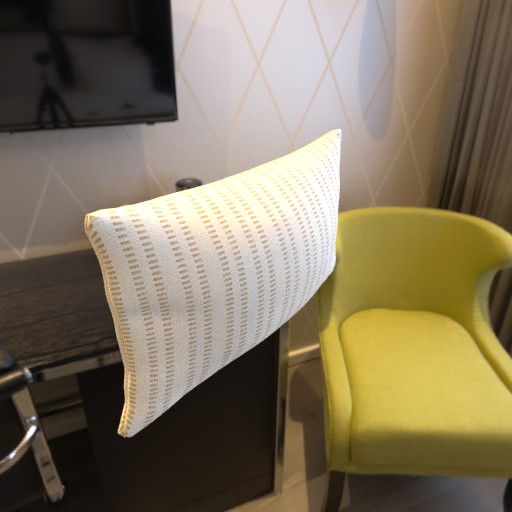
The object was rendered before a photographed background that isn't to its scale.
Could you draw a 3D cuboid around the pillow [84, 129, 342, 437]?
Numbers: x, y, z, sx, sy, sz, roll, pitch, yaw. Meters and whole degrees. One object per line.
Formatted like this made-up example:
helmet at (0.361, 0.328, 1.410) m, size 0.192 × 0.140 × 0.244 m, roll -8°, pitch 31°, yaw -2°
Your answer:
pillow at (0.000, 0.000, 0.798) m, size 0.210 × 0.353 × 0.640 m, roll 18°, pitch 32°, yaw 32°
